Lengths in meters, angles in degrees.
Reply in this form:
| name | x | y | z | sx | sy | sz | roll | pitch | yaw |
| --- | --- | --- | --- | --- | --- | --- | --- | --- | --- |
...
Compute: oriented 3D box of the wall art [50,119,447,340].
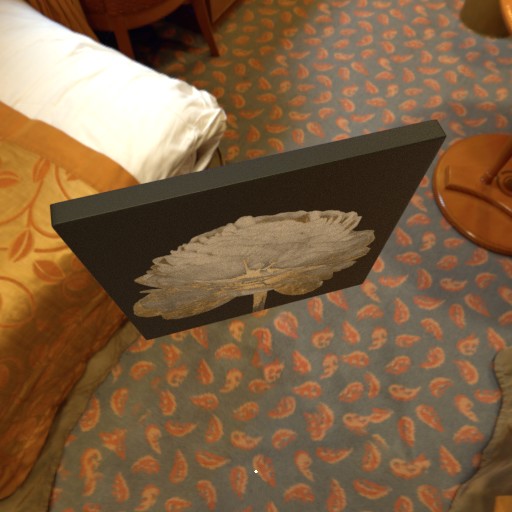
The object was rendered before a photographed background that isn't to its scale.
| name | x | y | z | sx | sy | sz | roll | pitch | yaw |
| --- | --- | --- | --- | --- | --- | --- | --- | --- | --- |
| wall art | 0.000 | 0.000 | 0.939 | 0.610 | 0.611 | 0.043 | -14 | 65 | -7 |
